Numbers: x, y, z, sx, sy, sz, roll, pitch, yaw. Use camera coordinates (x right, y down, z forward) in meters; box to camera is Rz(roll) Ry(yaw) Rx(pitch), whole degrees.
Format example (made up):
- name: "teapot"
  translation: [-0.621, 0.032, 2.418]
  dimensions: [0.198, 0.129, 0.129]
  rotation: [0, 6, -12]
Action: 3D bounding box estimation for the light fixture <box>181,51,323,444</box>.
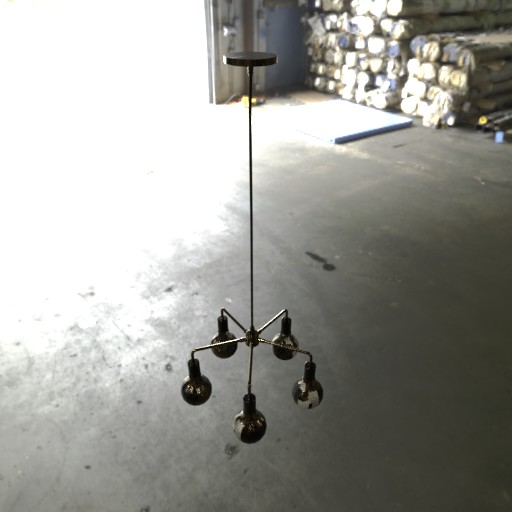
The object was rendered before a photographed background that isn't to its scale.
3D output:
- name: "light fixture"
  translation: [0.000, 0.000, 1.183]
  dimensions: [0.438, 0.988, 0.421]
  rotation: [23, 38, 32]
